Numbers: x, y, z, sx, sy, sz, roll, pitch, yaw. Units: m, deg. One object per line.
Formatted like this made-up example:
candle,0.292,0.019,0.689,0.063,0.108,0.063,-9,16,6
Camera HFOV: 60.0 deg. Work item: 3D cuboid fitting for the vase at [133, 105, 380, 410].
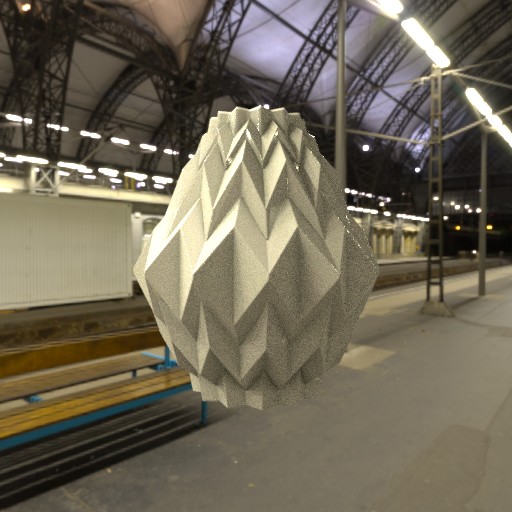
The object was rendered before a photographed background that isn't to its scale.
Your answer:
vase,0.000,0.000,0.303,0.164,0.185,0.164,0,1,0
